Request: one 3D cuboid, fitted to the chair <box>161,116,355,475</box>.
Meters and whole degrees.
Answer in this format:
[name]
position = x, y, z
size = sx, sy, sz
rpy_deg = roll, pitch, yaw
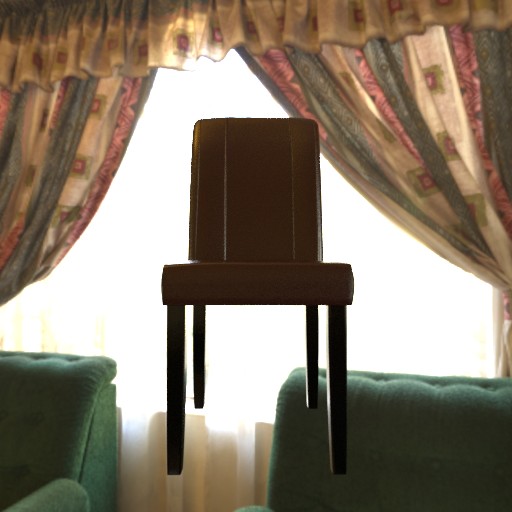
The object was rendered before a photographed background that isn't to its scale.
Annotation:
[chair]
position = 0.000, 0.000, 1.162
size = 0.399, 0.897, 0.556
rpy_deg = 0, -1, 0
